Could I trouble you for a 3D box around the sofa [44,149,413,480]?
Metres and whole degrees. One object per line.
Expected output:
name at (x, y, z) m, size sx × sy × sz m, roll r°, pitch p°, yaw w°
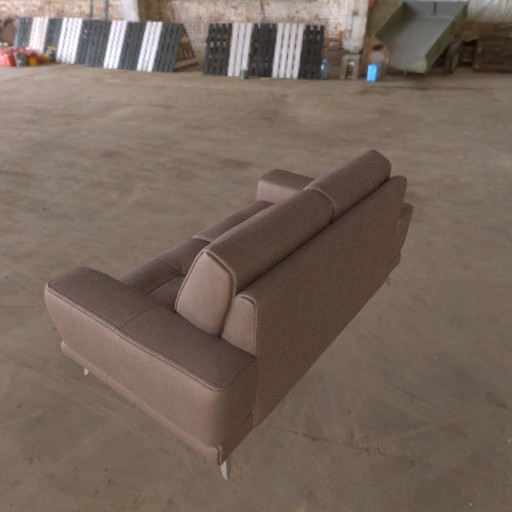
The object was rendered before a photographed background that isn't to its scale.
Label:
sofa at (0.000, 0.000, 2.292) m, size 1.018 × 0.907 × 1.806 m, roll 21°, pitch 38°, yaw 31°
